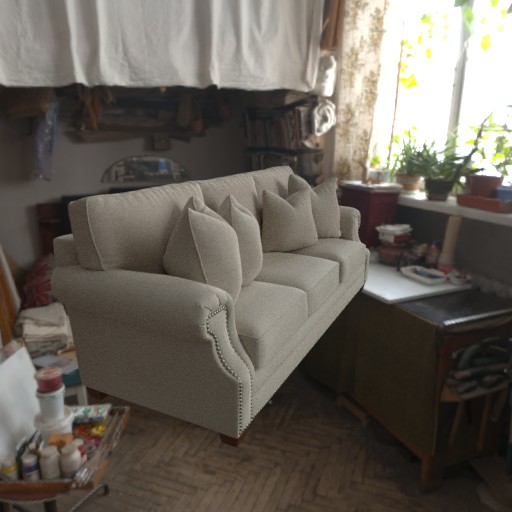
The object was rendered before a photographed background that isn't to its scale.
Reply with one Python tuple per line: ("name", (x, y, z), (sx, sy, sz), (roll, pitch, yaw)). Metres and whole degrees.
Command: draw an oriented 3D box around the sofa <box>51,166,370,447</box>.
("sofa", (0.000, 0.000, 2.753), (0.965, 0.975, 2.312), (8, 18, 26))
